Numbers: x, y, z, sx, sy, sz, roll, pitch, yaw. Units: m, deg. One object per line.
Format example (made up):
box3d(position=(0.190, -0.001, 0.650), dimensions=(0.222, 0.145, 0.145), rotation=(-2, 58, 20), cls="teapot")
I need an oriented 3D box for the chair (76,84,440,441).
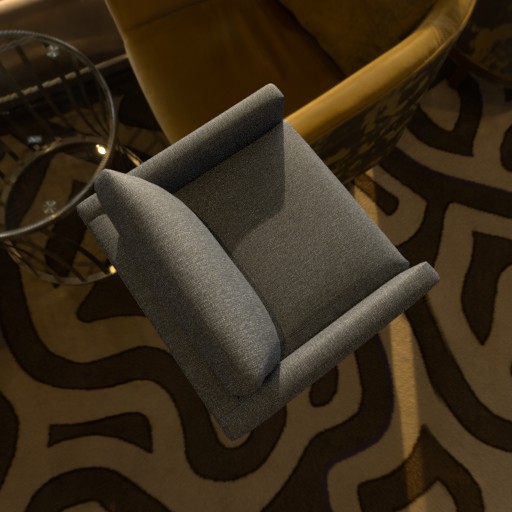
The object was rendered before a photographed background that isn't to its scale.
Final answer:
box3d(position=(0.000, 0.000, 1.662), dimensions=(0.866, 0.861, 0.963), rotation=(-35, 77, -9), cls="chair")
